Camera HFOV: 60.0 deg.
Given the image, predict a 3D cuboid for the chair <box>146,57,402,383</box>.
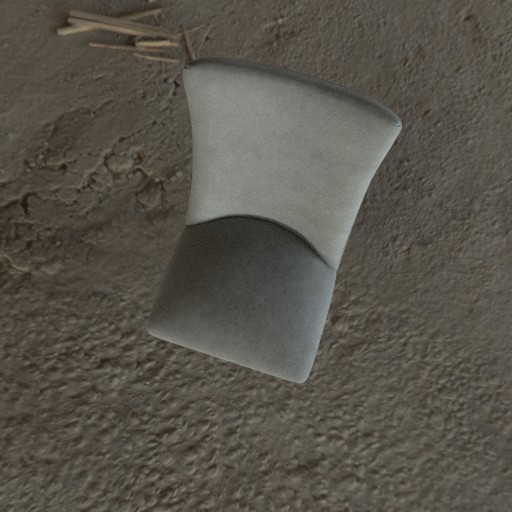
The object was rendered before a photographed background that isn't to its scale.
[{"bbox_3d":[0.000,0.000,1.285,0.495,0.902,0.610,17,76,4],"label":"chair"}]
